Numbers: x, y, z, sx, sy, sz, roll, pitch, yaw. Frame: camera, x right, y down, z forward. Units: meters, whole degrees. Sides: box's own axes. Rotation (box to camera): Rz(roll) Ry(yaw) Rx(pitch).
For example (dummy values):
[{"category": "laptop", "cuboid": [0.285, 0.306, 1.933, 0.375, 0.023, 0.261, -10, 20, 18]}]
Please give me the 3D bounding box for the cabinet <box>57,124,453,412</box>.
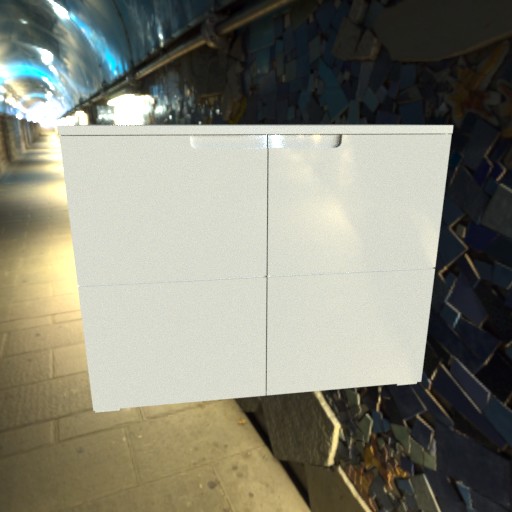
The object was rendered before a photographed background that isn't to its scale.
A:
[{"category": "cabinet", "cuboid": [0.000, 0.000, 1.410, 1.000, 0.800, 0.400, -3, 17, -8]}]
